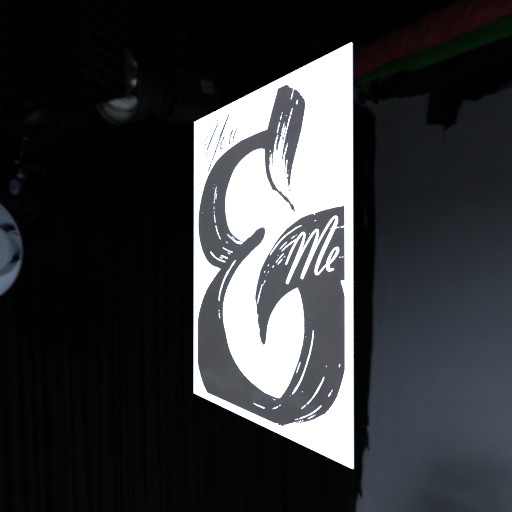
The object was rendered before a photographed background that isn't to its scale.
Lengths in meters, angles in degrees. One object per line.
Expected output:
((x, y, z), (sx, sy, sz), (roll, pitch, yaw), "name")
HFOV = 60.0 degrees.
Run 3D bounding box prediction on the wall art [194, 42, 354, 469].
((0.000, 0.000, 0.816), (0.003, 0.609, 0.457), (1, -1, -37), "wall art")
